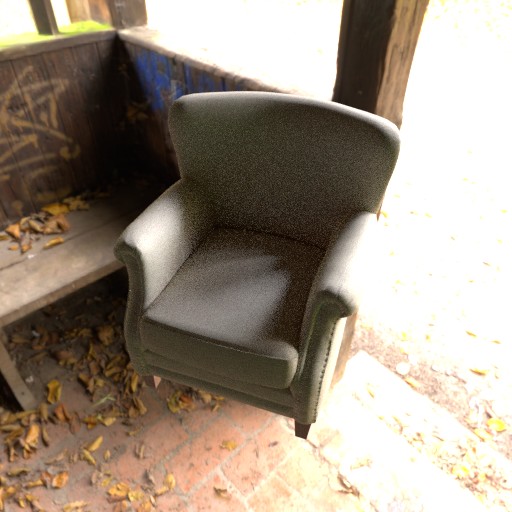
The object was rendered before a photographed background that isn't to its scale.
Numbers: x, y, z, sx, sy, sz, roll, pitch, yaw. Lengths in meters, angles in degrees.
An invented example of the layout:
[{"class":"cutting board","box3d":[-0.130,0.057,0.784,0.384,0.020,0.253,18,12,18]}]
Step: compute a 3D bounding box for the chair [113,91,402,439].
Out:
[{"class":"chair","box3d":[0.000,0.000,1.674,0.861,0.936,0.921,13,42,14]}]
